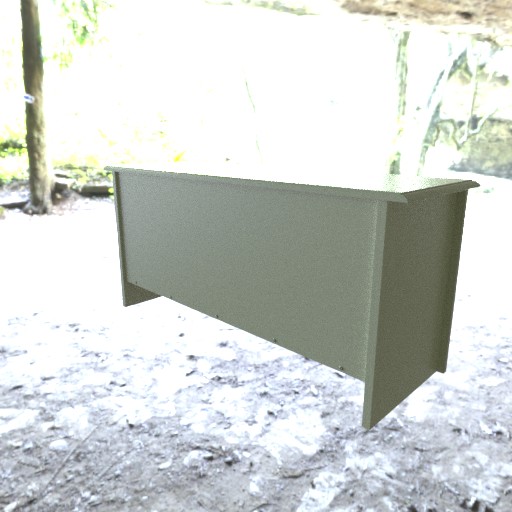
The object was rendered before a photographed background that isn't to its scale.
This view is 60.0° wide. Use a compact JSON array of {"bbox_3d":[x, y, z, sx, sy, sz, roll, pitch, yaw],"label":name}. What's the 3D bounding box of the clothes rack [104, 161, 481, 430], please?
[{"bbox_3d":[0.000,0.000,1.476,1.218,0.558,0.405,14,21,42],"label":"clothes rack"}]
